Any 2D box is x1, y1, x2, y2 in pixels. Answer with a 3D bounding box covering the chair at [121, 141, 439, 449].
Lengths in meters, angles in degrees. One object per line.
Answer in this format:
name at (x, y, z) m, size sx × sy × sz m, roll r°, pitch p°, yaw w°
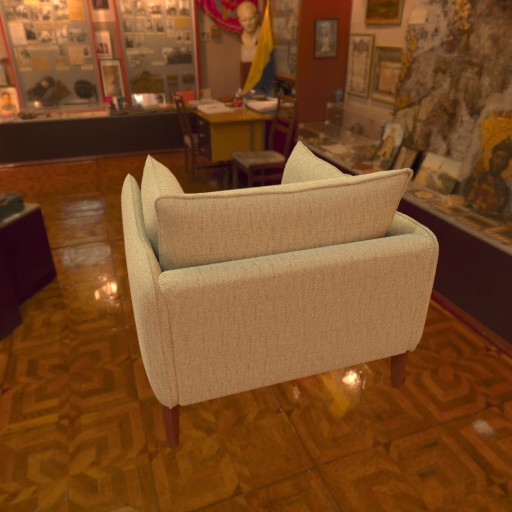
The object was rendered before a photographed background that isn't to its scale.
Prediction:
chair at (0.000, 0.000, 1.777) m, size 0.994 × 0.855 × 0.991 m, roll -9°, pitch 29°, yaw -16°
